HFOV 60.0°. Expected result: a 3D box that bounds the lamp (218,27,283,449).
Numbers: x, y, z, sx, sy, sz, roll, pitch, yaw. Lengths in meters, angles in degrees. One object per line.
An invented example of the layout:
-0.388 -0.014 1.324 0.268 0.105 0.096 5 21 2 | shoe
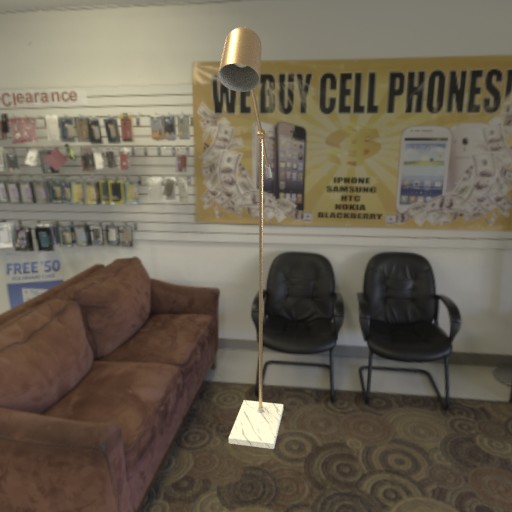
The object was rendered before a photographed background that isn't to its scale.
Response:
0.000 0.000 1.775 0.194 1.594 0.653 3 14 11 | lamp
